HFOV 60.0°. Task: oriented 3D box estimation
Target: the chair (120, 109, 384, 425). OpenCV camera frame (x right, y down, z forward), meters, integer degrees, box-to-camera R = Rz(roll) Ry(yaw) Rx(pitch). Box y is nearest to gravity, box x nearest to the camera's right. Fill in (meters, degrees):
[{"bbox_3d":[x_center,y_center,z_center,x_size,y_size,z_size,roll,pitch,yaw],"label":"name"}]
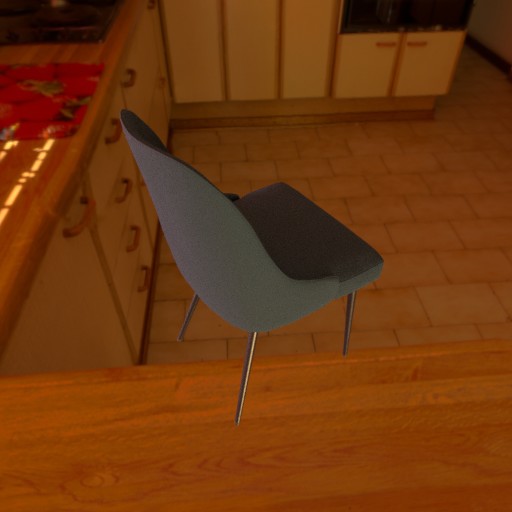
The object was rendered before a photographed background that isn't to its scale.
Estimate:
[{"bbox_3d":[0.000,0.000,1.227,0.559,0.896,0.478,-25,48,-25],"label":"chair"}]
